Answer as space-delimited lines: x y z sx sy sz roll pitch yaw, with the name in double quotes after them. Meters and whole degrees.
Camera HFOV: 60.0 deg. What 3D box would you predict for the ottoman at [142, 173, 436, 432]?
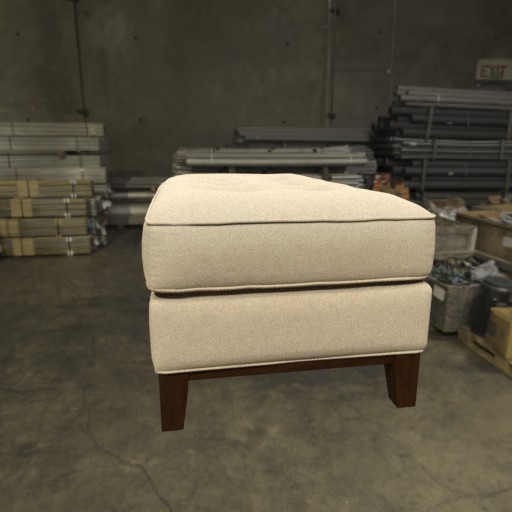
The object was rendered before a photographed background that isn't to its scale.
0.000 0.000 1.476 0.648 0.508 1.143 -2 14 -9 "ottoman"
